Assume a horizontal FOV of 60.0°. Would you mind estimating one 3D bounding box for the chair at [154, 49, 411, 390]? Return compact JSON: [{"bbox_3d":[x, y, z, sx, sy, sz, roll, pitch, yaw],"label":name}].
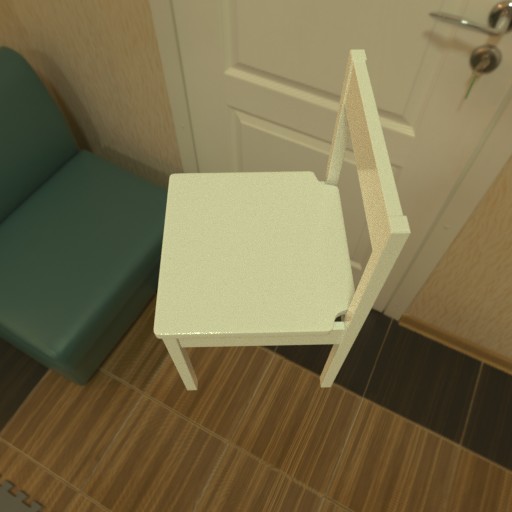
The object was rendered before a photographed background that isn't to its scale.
[{"bbox_3d":[0.000,0.000,0.895,0.361,0.668,0.367,-1,58,-1],"label":"chair"}]
